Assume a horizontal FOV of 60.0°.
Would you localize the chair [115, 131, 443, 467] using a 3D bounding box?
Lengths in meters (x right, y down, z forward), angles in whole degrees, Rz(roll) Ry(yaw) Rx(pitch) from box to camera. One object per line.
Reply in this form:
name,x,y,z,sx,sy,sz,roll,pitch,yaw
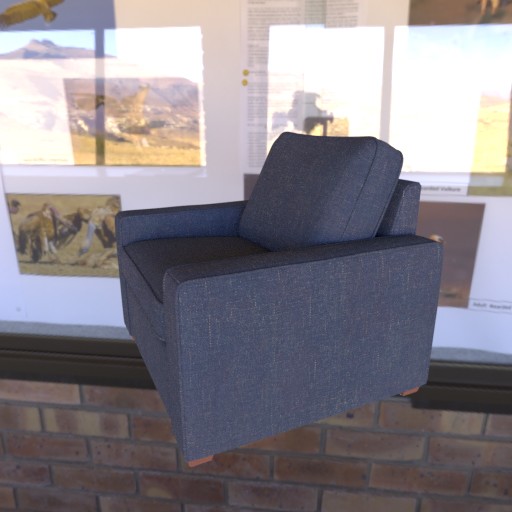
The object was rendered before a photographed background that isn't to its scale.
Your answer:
chair,0.000,0.000,1.735,0.940,0.919,1.017,-8,19,-24
